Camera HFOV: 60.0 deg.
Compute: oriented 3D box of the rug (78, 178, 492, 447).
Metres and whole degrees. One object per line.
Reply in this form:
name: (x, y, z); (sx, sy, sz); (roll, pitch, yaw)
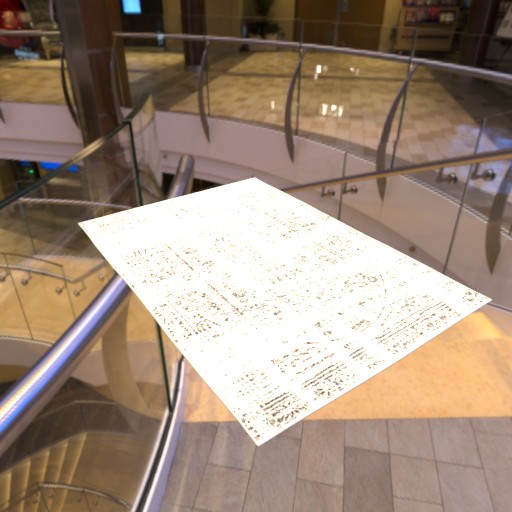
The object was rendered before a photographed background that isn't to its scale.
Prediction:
rug: (0.000, 0.000, 3.039); (1.706, 0.026, 2.438); (-20, 36, -30)
